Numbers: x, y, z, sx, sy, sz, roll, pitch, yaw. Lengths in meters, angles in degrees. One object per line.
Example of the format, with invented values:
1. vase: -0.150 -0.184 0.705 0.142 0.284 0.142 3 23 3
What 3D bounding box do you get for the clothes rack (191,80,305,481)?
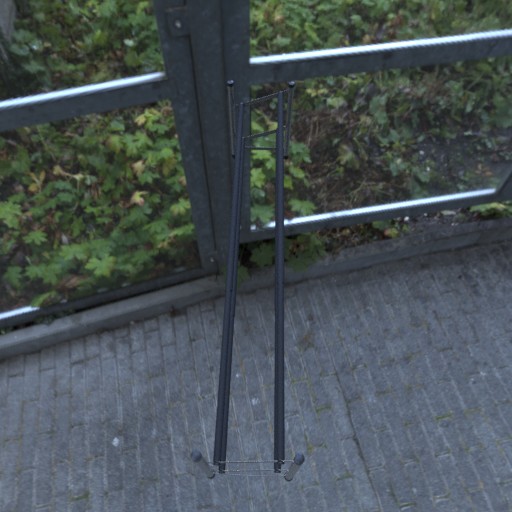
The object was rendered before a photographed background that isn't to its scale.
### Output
1. clothes rack: 0.000 0.000 1.321 0.229 0.349 1.168 1 58 1
